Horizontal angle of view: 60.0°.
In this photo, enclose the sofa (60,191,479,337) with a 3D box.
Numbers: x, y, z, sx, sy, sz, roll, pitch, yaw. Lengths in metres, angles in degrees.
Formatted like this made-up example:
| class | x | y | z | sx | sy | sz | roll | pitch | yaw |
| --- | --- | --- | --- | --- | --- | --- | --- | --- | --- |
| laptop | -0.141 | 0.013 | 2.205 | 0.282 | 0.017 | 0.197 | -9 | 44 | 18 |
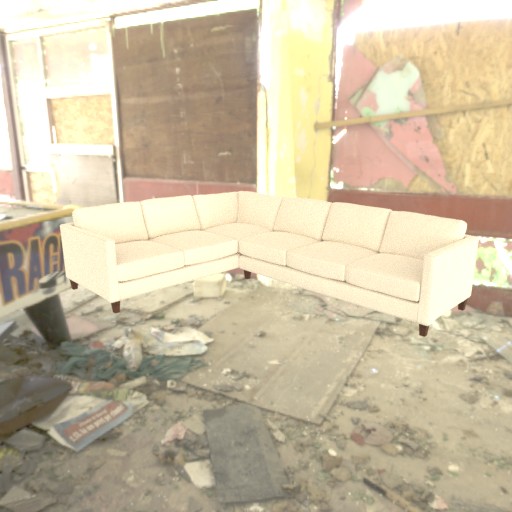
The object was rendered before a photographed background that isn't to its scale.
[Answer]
| class | x | y | z | sx | sy | sz | roll | pitch | yaw |
| --- | --- | --- | --- | --- | --- | --- | --- | --- | --- |
| sofa | 0.000 | 0.000 | 4.234 | 2.432 | 0.863 | 3.182 | -15 | 21 | -43 |
